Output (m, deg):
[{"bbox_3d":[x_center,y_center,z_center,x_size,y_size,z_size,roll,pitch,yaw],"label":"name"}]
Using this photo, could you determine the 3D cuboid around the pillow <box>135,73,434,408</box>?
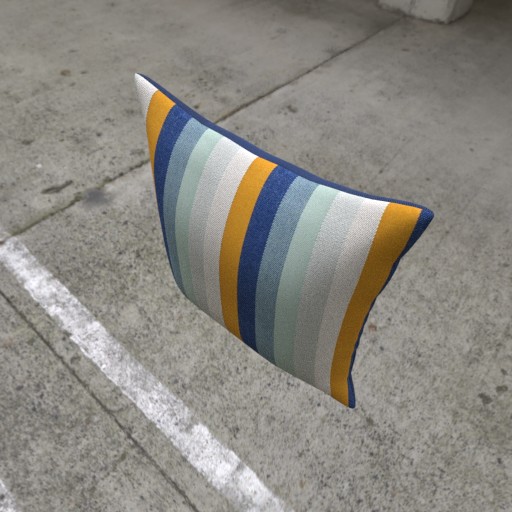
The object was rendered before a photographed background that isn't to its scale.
[{"bbox_3d":[0.000,0.000,0.703,0.463,0.454,0.173,33,55,26],"label":"pillow"}]
